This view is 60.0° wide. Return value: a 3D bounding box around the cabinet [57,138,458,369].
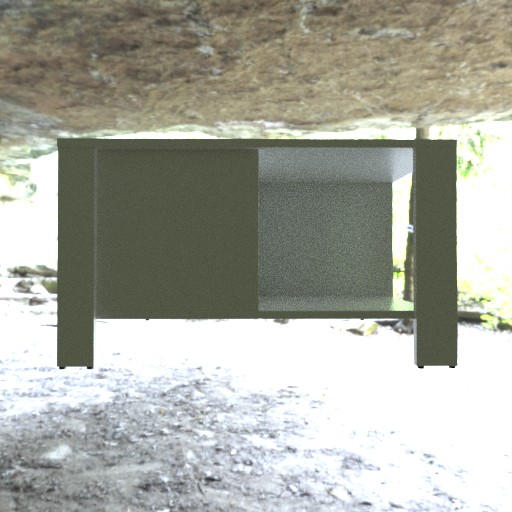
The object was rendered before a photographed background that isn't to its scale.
[{"bbox_3d":[0.000,0.000,1.282,0.800,0.460,0.800,0,-1,-1],"label":"cabinet"}]
